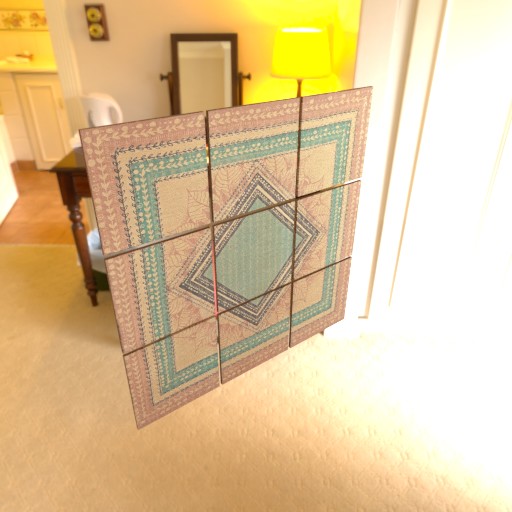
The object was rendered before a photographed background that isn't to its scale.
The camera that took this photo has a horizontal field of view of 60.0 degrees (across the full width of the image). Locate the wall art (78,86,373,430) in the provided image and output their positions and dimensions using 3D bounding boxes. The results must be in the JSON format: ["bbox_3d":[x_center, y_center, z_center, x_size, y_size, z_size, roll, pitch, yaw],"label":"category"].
[{"bbox_3d":[0.000,0.000,1.832,1.215,1.213,0.013,-21,36,-32],"label":"wall art"}]
